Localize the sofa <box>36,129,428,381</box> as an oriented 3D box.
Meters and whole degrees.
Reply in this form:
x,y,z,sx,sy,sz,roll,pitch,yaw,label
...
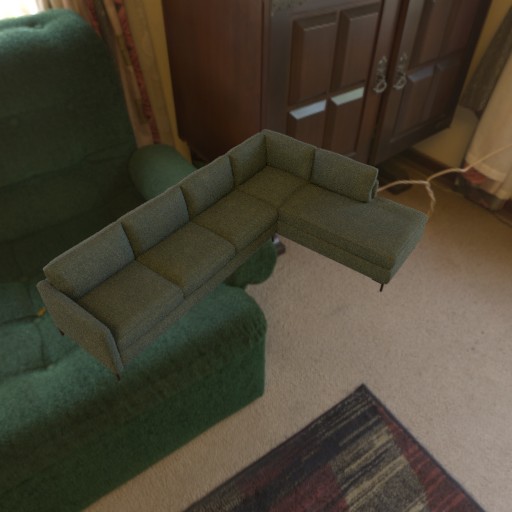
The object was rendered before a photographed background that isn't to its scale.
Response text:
x,y,z,sx,sy,sz,roll,pitch,yaw,label
0.000,0.000,3.882,2.007,0.815,2.949,28,49,27,sofa
